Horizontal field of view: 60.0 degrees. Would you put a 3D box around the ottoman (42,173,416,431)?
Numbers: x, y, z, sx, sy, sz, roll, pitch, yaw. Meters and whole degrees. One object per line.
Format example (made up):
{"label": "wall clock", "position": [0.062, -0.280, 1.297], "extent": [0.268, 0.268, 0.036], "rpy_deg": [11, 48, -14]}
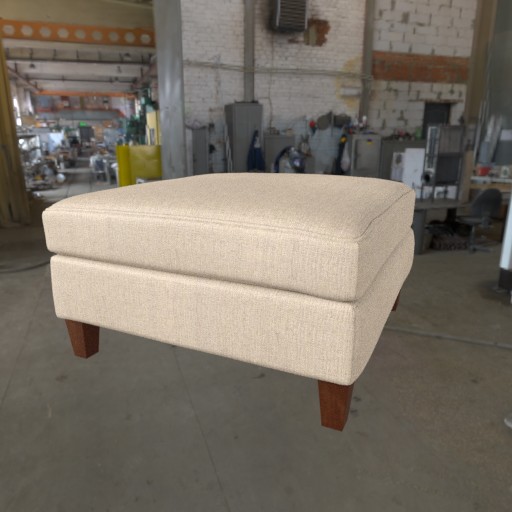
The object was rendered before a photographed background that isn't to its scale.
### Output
{"label": "ottoman", "position": [0.000, 0.000, 1.349], "extent": [0.838, 0.481, 0.838], "rpy_deg": [7, 17, 24]}
